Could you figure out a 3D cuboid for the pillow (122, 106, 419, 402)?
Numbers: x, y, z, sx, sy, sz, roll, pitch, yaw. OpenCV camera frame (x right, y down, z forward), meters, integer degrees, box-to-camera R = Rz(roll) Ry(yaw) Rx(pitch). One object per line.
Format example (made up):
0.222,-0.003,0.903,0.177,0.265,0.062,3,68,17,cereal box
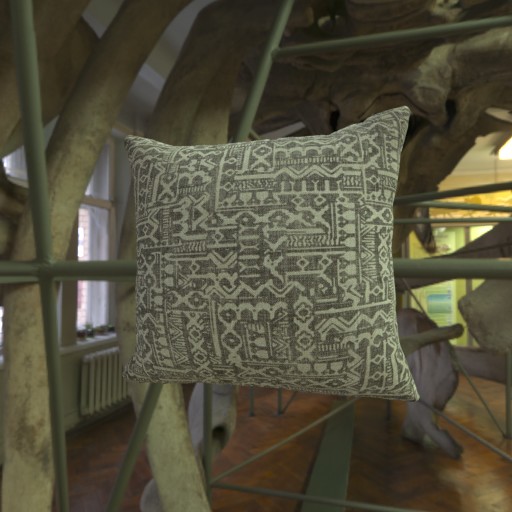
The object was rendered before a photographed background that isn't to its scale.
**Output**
0.000,0.000,0.795,0.546,0.487,0.180,-1,-2,17,pillow
